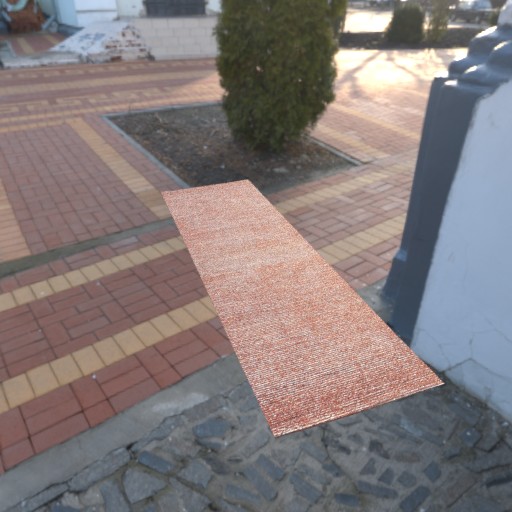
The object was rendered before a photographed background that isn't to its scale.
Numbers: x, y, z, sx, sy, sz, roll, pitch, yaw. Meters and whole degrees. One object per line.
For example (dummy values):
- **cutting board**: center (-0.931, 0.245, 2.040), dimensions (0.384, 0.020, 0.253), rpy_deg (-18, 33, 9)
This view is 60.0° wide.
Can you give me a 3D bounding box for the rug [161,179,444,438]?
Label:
- **rug**: center (0.000, 0.000, 2.571), dimensions (0.718, 0.013, 2.353), rpy_deg (-10, 32, -17)
